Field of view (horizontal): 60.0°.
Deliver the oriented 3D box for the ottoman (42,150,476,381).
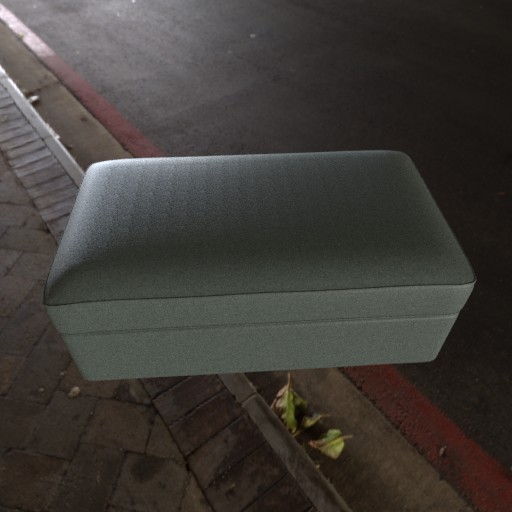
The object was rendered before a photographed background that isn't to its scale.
[{"bbox_3d":[0.000,0.000,1.533,1.173,0.494,0.681,-3,45,-3],"label":"ottoman"}]
